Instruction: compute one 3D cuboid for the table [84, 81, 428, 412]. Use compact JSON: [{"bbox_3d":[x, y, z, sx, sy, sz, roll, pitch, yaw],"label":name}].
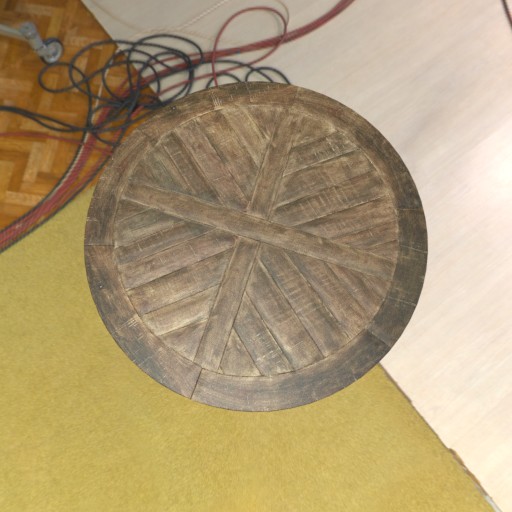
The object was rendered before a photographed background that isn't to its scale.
[{"bbox_3d":[0.000,0.000,2.001,1.264,0.762,1.264,0,76,0],"label":"table"}]
